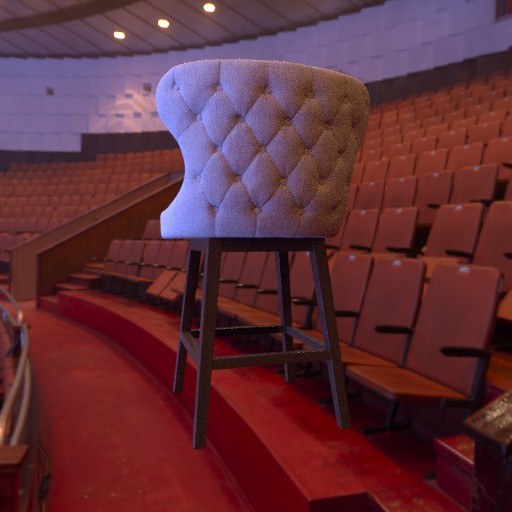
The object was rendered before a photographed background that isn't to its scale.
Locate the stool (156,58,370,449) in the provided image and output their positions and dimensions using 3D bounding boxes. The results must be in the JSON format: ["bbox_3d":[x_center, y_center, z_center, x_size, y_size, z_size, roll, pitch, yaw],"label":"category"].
[{"bbox_3d":[0.000,0.000,1.364,0.615,0.972,0.597,-1,2,-17],"label":"stool"}]
